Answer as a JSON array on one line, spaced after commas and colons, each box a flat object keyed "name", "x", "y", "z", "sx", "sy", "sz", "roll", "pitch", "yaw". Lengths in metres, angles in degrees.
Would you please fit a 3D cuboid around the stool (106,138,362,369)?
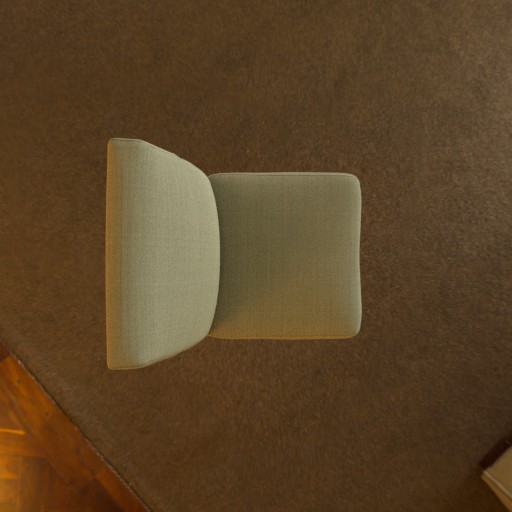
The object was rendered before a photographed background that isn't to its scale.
[{"name": "stool", "x": 0.000, "y": 0.000, "z": 1.288, "sx": 0.570, "sy": 1.019, "sz": 0.459, "roll": 0, "pitch": 90, "yaw": -1}]
